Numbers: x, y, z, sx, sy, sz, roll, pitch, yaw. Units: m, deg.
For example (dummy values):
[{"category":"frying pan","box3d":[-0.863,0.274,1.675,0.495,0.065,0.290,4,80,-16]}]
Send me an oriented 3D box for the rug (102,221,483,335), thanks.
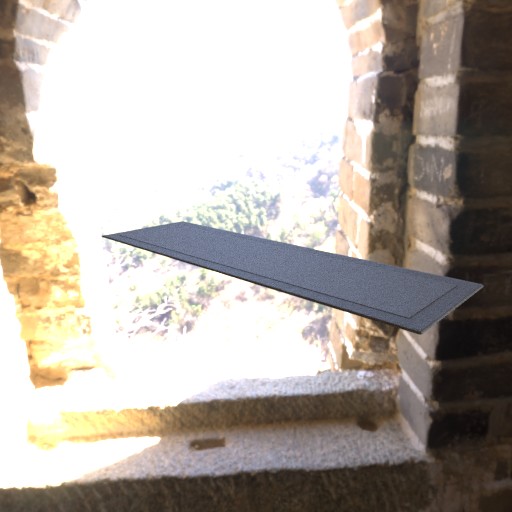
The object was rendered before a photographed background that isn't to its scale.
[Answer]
[{"category":"rug","box3d":[0.000,0.000,2.759,2.430,0.012,0.759,14,21,41]}]
